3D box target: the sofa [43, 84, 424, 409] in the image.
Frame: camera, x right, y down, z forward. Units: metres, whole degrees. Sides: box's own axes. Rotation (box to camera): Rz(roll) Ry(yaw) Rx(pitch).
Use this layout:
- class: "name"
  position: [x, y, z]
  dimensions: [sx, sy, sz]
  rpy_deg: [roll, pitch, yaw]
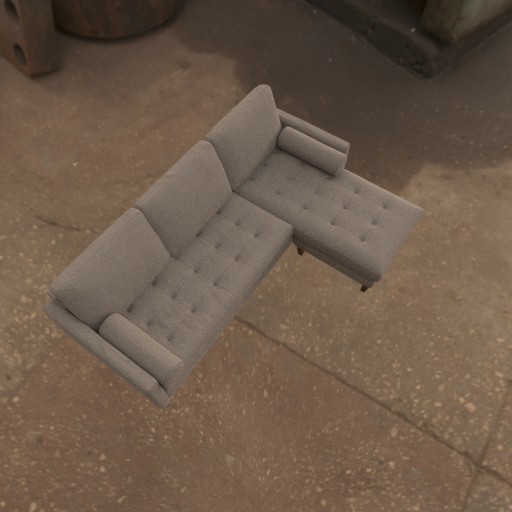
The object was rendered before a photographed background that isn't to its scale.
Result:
- class: "sofa"
  position: [0.000, 0.000, 2.921]
  dimensions: [1.506, 0.875, 2.178]
  rpy_deg: [31, 65, 17]
